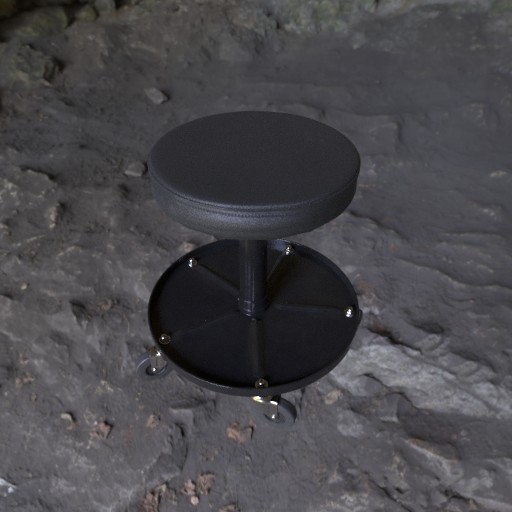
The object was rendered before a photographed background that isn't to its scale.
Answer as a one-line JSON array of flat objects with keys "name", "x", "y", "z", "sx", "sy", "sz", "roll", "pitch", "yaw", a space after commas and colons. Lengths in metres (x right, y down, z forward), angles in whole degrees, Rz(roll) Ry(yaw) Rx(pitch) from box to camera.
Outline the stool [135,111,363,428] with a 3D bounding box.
[{"name": "stool", "x": 0.000, "y": 0.000, "z": 0.689, "sx": 0.381, "sy": 0.365, "sz": 0.382, "roll": 1, "pitch": 40, "yaw": 2}]
